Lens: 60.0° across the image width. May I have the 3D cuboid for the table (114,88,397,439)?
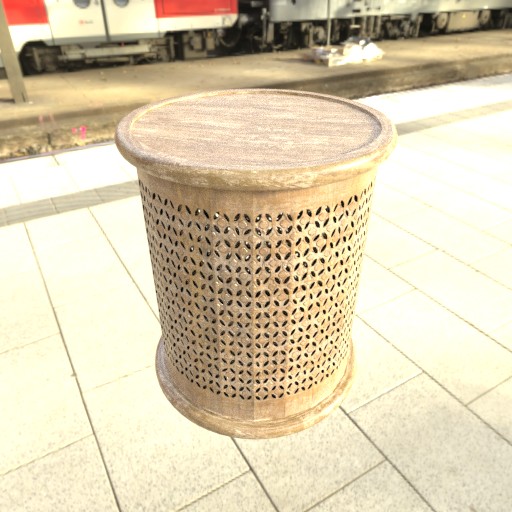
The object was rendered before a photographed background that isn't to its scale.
[{"bbox_3d":[0.000,0.000,0.785,0.407,0.482,0.407,0,33,0],"label":"table"}]
